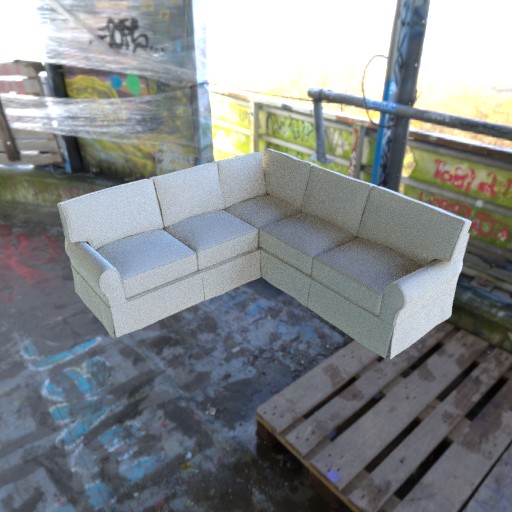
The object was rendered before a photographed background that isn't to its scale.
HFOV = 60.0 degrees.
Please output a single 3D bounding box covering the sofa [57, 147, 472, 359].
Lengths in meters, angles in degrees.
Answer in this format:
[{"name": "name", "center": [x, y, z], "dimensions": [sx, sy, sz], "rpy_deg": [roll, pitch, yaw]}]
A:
[{"name": "sofa", "center": [0.000, 0.000, 3.976], "dimensions": [2.591, 1.070, 2.597], "rpy_deg": [-22, 36, -33]}]
